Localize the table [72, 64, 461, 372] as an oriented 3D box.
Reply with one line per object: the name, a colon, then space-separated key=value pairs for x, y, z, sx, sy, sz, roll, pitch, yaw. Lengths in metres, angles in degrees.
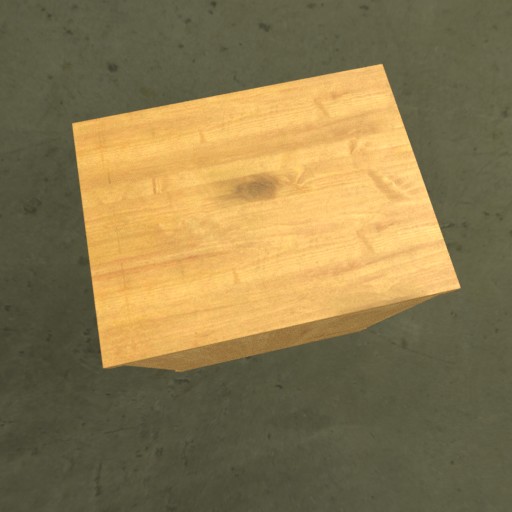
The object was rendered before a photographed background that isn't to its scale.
table: x=0.000 y=0.000 z=1.251 sx=0.660 sy=0.813 sz=0.500 roll=-12 pitch=75 yaw=-3
